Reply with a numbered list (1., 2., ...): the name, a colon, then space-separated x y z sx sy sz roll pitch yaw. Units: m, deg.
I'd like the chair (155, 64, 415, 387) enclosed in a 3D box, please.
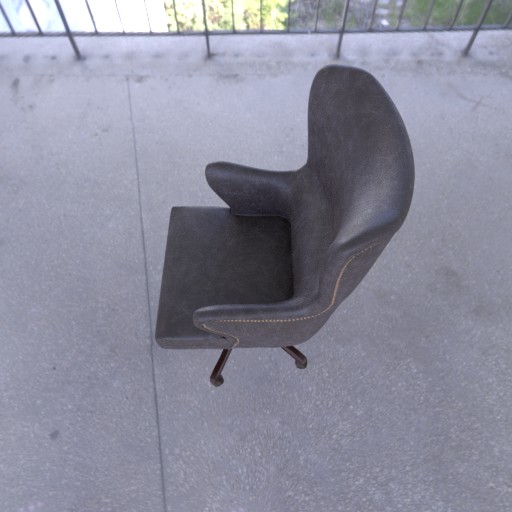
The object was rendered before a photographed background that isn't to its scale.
1. chair: 0.000 0.000 1.445 0.717 1.037 0.594 0 59 0
